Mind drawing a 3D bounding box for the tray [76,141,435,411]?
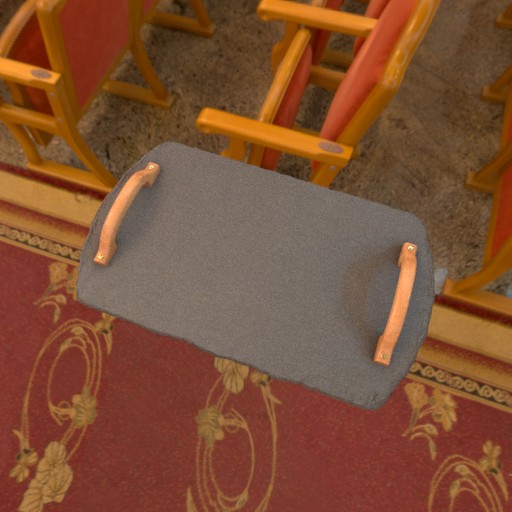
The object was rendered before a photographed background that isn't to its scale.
[{"bbox_3d":[0.000,0.000,0.482,0.387,0.062,0.231,18,66,8],"label":"tray"}]
